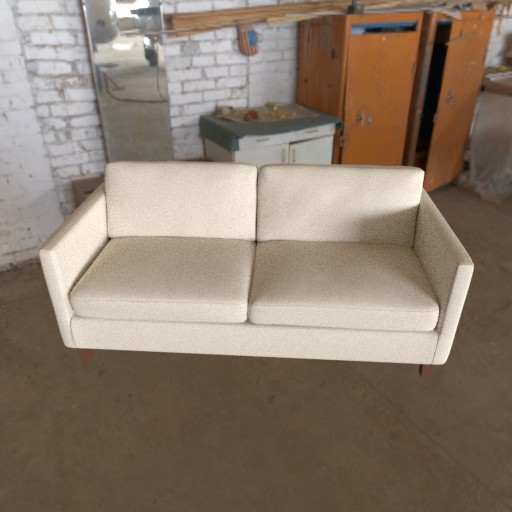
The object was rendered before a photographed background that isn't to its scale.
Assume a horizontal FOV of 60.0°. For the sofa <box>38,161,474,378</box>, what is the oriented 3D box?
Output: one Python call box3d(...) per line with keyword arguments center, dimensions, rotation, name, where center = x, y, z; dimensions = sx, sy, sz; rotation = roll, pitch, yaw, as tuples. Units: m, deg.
box3d(center=(0.000, 0.000, 2.479), dimensions=(1.981, 0.889, 0.965), rotation=(2, 31, 3), name="sofa")
